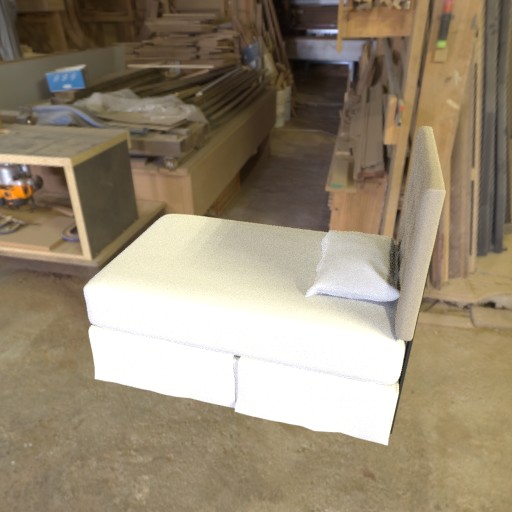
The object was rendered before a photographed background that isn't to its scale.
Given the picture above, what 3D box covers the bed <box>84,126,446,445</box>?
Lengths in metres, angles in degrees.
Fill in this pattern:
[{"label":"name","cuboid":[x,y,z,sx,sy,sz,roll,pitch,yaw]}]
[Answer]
[{"label":"bed","cuboid":[0.000,0.000,2.923,1.997,1.571,1.261,8,31,14]}]
